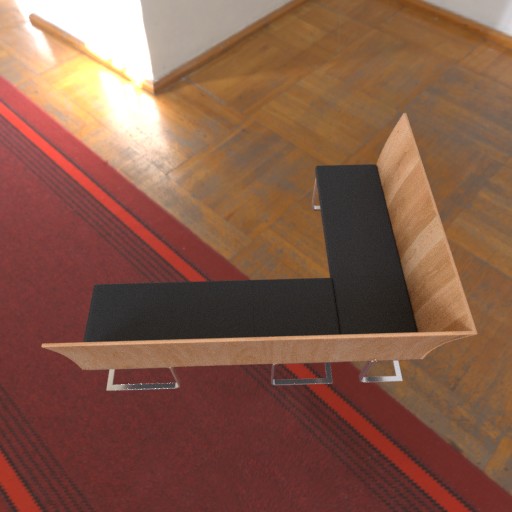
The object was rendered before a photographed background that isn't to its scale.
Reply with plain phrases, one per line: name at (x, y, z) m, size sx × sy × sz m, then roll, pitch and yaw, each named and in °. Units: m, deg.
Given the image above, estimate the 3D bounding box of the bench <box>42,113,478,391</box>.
bench at (0.000, 0.000, 2.769) m, size 1.945 × 0.930 × 1.495 m, roll -2°, pitch 57°, yaw -1°
